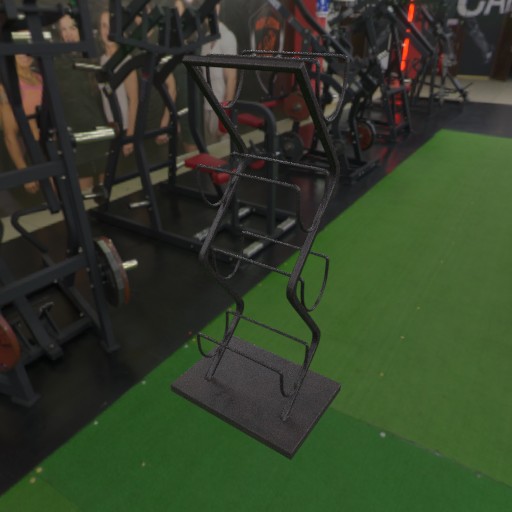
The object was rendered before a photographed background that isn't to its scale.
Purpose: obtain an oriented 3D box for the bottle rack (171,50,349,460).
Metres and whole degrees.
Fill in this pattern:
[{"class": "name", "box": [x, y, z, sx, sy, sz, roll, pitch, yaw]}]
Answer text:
[{"class": "bottle rack", "box": [0.000, 0.000, 0.677, 0.254, 0.559, 0.178, 18, 33, 30]}]
